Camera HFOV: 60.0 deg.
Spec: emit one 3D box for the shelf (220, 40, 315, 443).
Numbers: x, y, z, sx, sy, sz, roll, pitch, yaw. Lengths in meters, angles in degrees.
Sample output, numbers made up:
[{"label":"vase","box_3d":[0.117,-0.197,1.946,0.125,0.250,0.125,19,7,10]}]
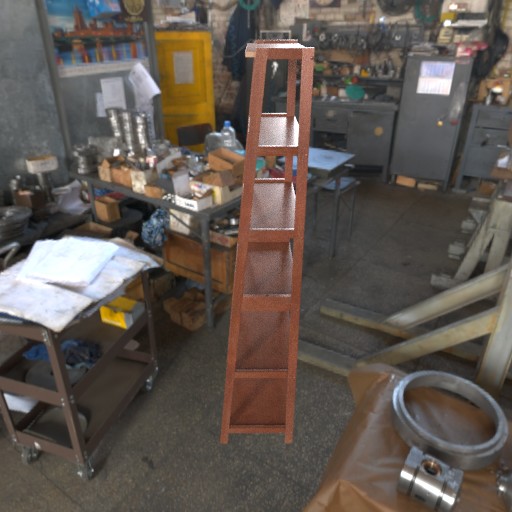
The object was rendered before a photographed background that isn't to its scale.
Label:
[{"label":"shelf","box_3d":[0.000,0.000,2.184,0.382,1.892,0.660,0,28,0]}]
